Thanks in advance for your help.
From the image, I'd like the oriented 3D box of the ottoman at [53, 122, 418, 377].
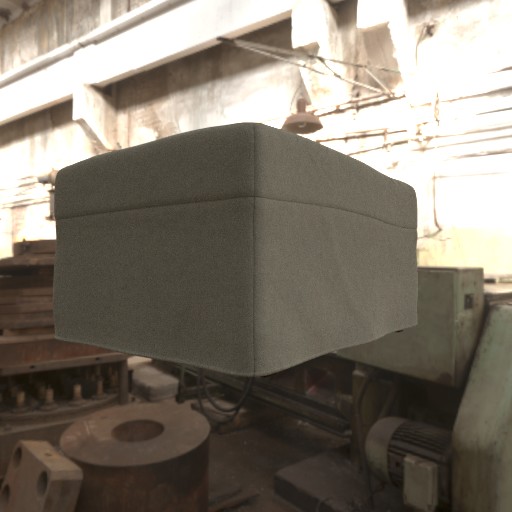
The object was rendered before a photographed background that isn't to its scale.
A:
[{"bbox_3d":[0.000,0.000,1.225,0.648,0.461,0.833,-1,-1,38],"label":"ottoman"}]
